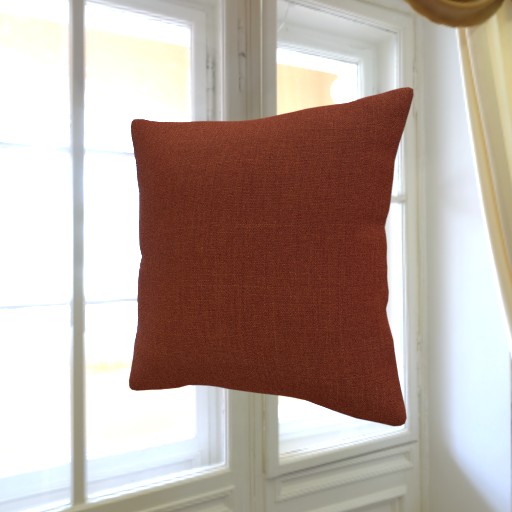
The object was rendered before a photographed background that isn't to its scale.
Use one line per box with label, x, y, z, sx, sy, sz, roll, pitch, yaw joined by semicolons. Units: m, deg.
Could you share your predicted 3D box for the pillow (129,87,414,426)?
pillow;0.000;0.000;0.642;0.429;0.434;0.159;0;0;20
